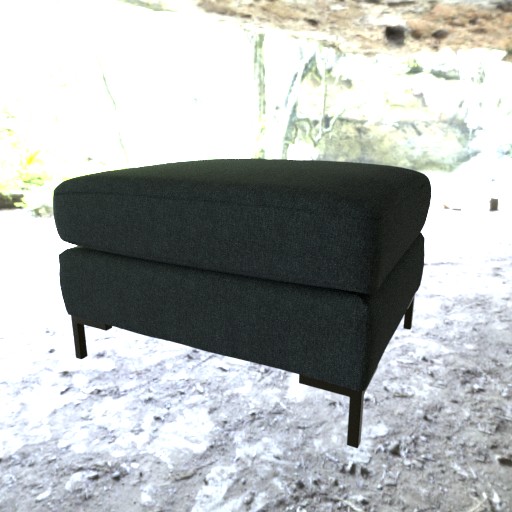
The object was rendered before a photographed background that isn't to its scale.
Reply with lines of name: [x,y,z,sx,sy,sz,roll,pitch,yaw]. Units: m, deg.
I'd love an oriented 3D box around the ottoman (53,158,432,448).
ottoman: [0.000,0.000,1.259,0.831,0.533,0.695,8,17,27]
